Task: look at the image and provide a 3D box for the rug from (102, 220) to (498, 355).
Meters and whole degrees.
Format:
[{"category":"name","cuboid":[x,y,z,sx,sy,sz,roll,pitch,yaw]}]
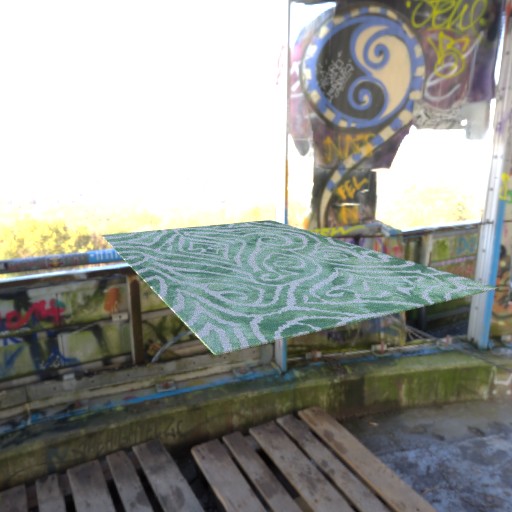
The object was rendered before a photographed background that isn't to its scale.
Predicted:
[{"category":"rug","cuboid":[0.000,0.000,2.266,1.220,0.006,1.826,-7,16,-27]}]
